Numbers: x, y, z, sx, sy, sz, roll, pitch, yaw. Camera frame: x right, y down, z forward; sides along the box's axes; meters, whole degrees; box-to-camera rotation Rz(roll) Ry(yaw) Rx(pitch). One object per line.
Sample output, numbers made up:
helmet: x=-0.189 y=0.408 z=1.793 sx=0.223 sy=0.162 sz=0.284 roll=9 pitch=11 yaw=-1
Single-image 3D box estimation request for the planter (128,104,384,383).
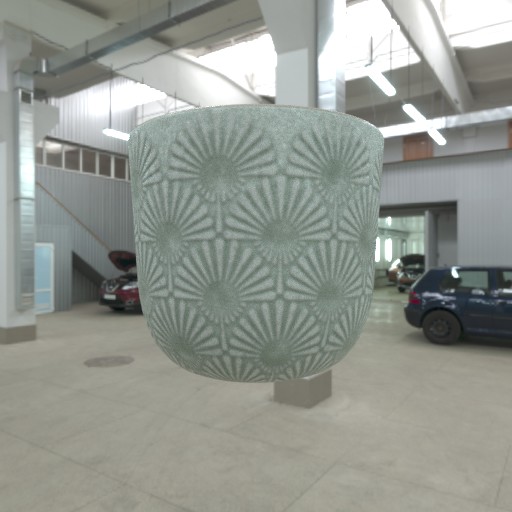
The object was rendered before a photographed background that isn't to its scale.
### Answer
planter: x=0.000 y=0.000 z=0.305 sx=0.170 sy=0.152 sz=0.170 roll=0 pitch=0 yaw=0
